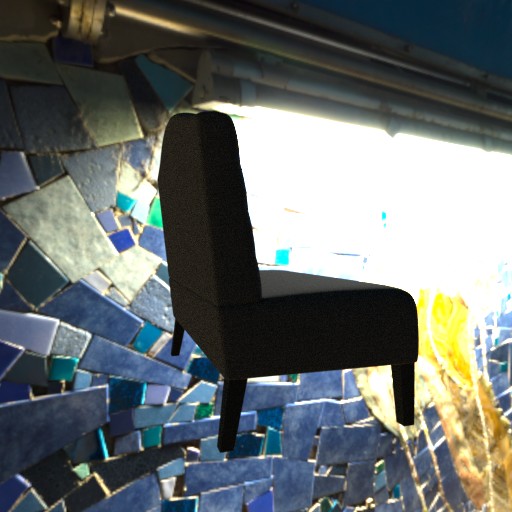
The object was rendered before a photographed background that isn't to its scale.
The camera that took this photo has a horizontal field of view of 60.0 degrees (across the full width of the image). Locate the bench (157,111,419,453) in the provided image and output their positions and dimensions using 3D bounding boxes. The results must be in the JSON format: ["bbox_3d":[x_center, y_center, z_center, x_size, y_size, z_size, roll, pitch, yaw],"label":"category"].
[{"bbox_3d":[0.000,0.000,2.062,0.815,1.180,1.335,0,1,-17],"label":"bench"}]
